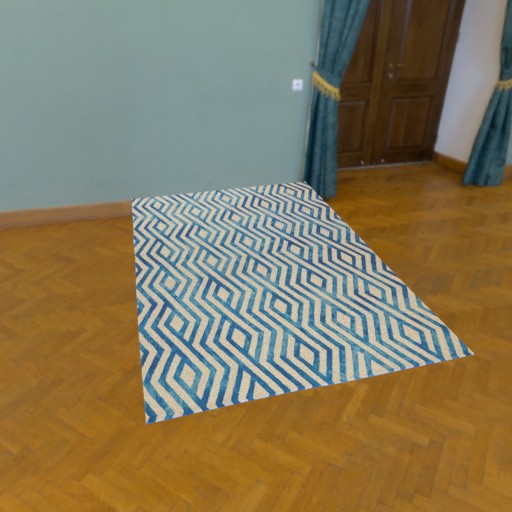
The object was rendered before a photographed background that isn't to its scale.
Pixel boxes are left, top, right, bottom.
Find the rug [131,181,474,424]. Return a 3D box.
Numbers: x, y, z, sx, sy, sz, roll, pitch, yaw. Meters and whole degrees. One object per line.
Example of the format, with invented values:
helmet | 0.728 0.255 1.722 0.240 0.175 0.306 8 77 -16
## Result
rug | 0.000 0.000 2.305 1.225 0.008 1.830 -8 32 -13
